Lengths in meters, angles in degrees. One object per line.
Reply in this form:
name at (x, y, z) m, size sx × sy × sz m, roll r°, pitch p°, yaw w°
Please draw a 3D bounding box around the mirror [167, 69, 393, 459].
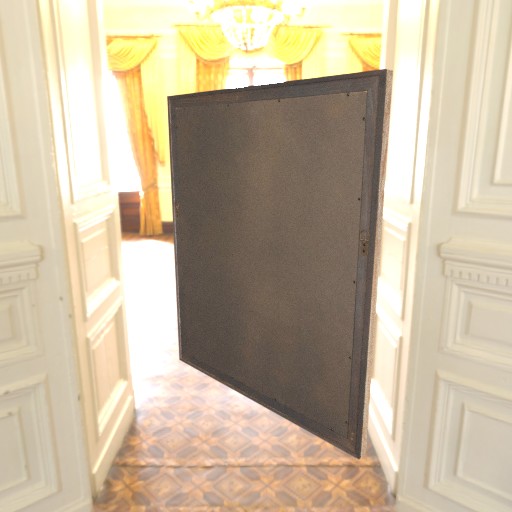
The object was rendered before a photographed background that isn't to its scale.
mirror at (0.000, 0.000, 1.223) m, size 0.730 × 0.882 × 0.032 m, roll 14°, pitch 20°, yaw 43°
